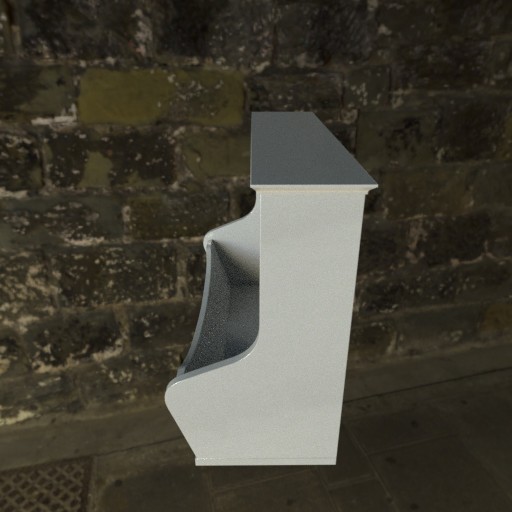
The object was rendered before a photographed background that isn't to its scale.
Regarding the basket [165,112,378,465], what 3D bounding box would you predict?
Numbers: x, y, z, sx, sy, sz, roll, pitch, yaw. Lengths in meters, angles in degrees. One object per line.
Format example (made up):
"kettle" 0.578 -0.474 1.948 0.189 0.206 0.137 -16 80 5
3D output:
"basket" 0.000 0.000 1.125 0.350 0.600 0.780 0 25 0
